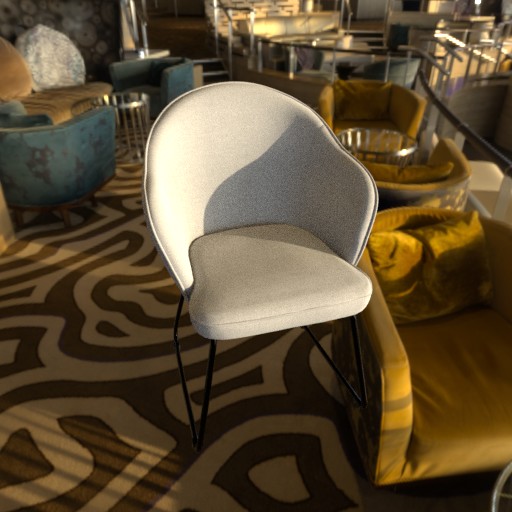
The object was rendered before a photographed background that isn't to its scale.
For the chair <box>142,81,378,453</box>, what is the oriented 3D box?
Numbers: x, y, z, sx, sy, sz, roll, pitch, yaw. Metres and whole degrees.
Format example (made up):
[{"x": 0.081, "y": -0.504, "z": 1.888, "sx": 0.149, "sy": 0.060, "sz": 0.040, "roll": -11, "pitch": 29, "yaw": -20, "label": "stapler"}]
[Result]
[{"x": 0.000, "y": 0.000, "z": 1.231, "sx": 0.570, "sy": 0.817, "sz": 0.592, "roll": -9, "pitch": 33, "yaw": -15, "label": "chair"}]
